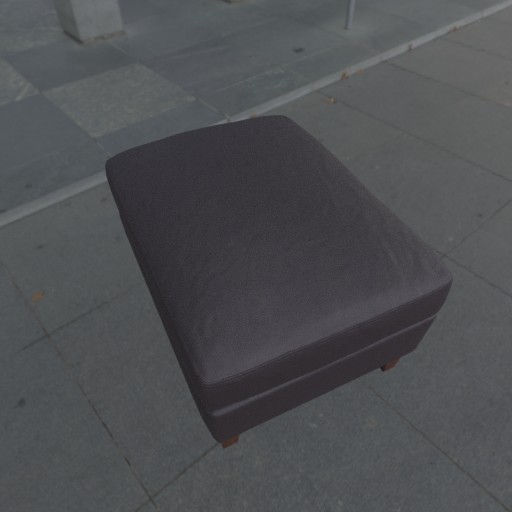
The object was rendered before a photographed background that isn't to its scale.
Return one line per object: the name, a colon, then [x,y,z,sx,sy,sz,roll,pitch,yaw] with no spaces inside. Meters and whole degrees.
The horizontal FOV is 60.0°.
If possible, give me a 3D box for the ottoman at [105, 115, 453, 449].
ottoman: [0.000,0.000,1.324,0.659,0.529,0.887,-19,49,-18]
